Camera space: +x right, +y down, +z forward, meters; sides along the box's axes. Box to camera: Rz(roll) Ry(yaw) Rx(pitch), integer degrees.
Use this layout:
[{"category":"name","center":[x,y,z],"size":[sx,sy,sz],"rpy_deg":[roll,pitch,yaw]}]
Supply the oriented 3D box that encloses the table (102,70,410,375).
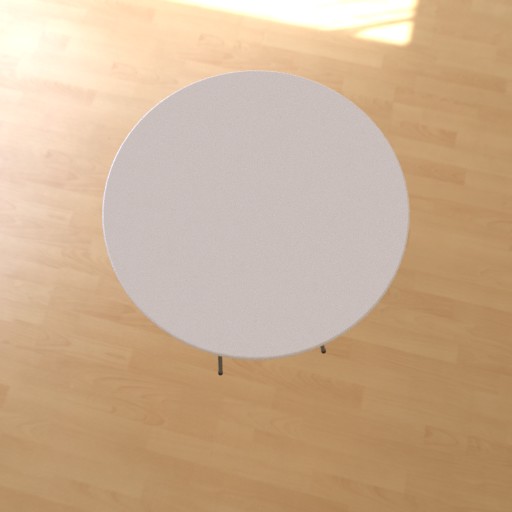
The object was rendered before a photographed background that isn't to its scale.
[{"category":"table","center":[0.000,0.000,1.674],"size":[0.792,1.105,0.795],"rpy_deg":[-11,76,-3]}]
